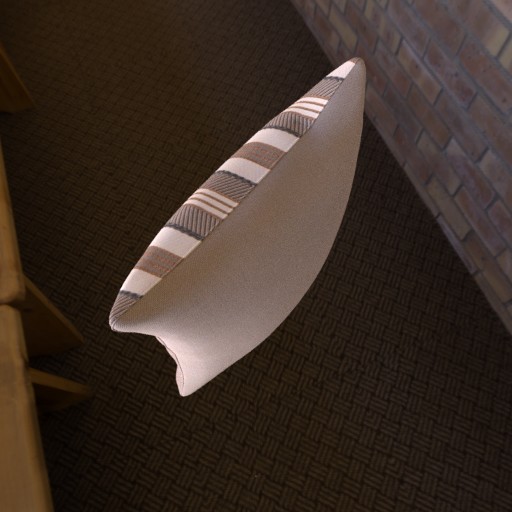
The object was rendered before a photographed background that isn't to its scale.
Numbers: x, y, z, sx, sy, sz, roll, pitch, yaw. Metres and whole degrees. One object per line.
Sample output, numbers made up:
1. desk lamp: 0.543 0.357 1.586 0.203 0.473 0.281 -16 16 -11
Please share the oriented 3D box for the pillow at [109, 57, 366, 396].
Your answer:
1. pillow: 0.000 0.000 0.630 0.173 0.401 0.416 34 68 16
